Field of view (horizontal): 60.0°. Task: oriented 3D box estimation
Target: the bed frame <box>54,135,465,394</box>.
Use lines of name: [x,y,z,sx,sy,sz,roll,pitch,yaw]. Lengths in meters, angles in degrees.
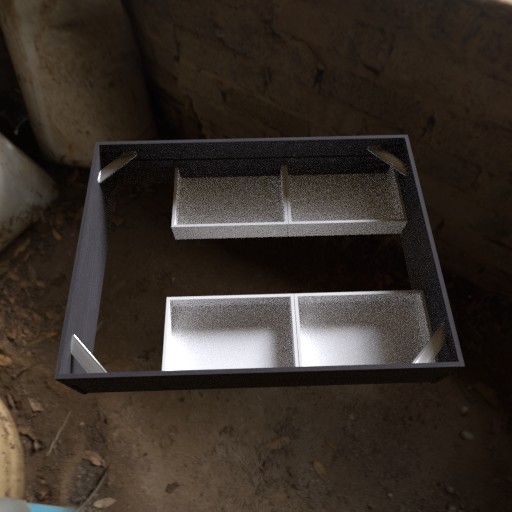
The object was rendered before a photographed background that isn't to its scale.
bed frame: [0.000,0.000,2.602,1.944,0.459,1.448,-2,63,-1]
